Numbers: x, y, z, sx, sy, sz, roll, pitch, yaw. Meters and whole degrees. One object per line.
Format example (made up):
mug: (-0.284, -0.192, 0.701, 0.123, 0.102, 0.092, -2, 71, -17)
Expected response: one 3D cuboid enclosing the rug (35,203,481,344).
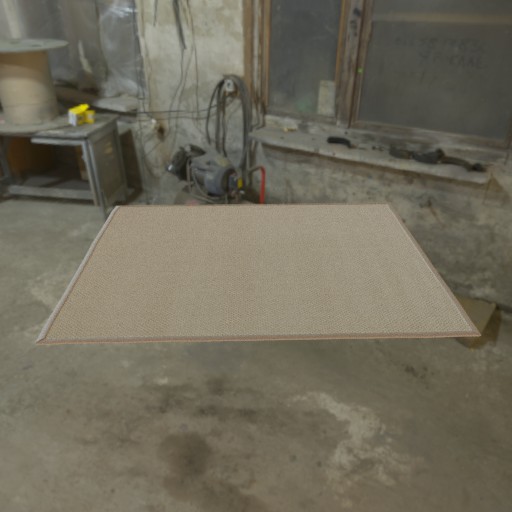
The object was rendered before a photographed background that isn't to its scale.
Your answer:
rug: (0.000, 0.000, 2.696, 2.081, 0.020, 1.525, -1, 31, -1)
